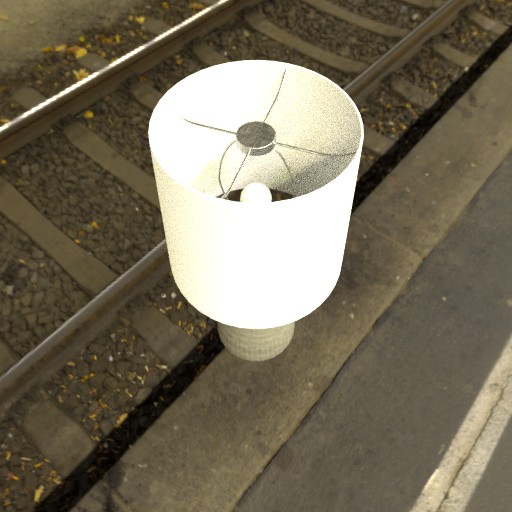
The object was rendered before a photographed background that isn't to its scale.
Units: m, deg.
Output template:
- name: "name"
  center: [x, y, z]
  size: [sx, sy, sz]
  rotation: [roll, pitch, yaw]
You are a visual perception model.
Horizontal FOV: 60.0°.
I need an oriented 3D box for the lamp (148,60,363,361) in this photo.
- name: "lamp"
  center: [0.000, 0.000, 0.494]
  size: [0.186, 0.369, 0.186]
  rotation: [0, 56, 0]
